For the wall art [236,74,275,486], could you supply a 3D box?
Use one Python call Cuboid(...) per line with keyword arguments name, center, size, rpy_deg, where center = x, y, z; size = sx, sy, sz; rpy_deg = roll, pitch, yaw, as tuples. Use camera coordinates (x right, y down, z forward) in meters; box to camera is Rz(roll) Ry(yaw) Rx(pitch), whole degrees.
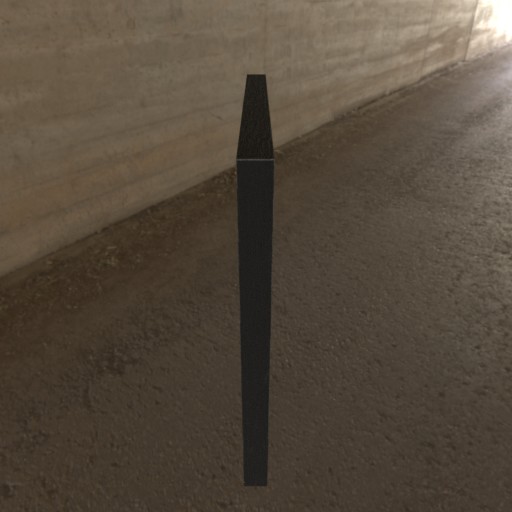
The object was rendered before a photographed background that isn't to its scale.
Cuboid(name="wall art", center=(0.000, 0.000, 0.755), size=(0.036, 0.506, 0.506), rpy_deg=(0, 31, 0))
